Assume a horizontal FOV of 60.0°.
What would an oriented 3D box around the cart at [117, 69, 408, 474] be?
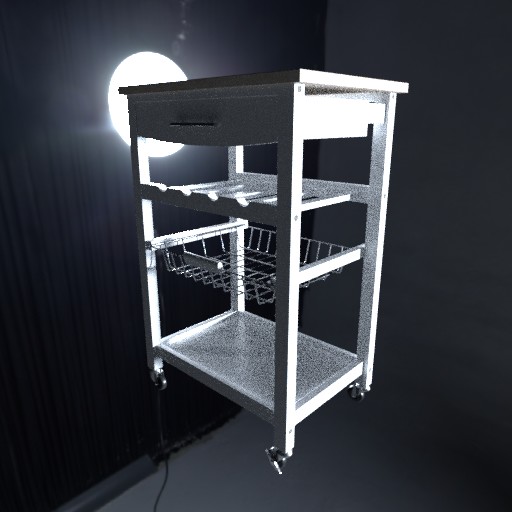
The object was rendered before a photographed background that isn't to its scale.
[{"bbox_3d":[0.000,0.000,1.187,0.578,0.857,0.406,15,23,41],"label":"cart"}]
